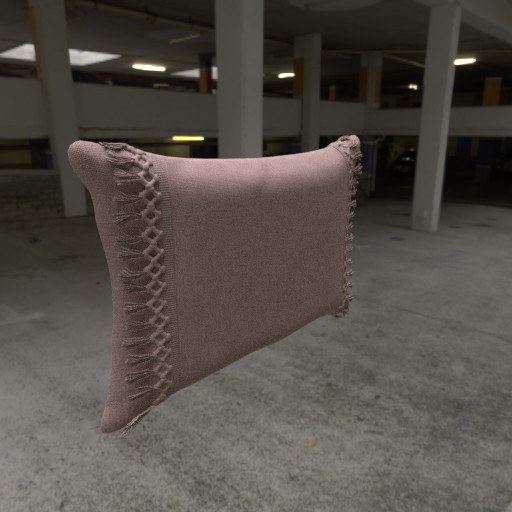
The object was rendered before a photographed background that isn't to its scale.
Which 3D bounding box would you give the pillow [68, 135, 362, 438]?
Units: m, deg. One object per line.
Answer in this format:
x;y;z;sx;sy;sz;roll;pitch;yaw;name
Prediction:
0.000;0.000;0.583;0.084;0.305;0.466;15;22;42;pillow
